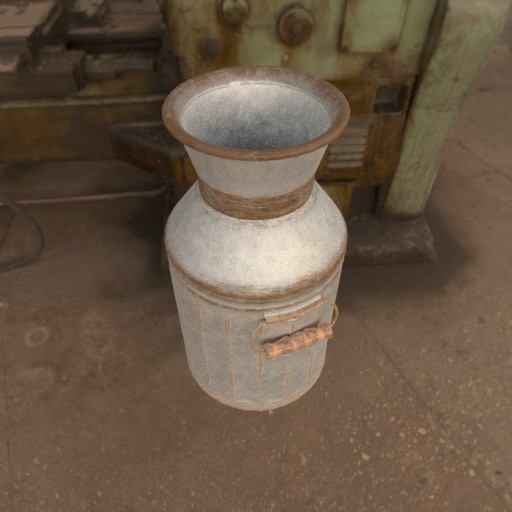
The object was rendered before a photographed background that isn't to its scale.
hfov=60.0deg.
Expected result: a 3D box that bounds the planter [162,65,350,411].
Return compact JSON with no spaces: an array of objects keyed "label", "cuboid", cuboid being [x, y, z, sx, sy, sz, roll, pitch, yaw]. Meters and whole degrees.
[{"label":"planter","cuboid":[0.000,0.000,0.543,0.214,0.396,0.245,-17,48,-16]}]
